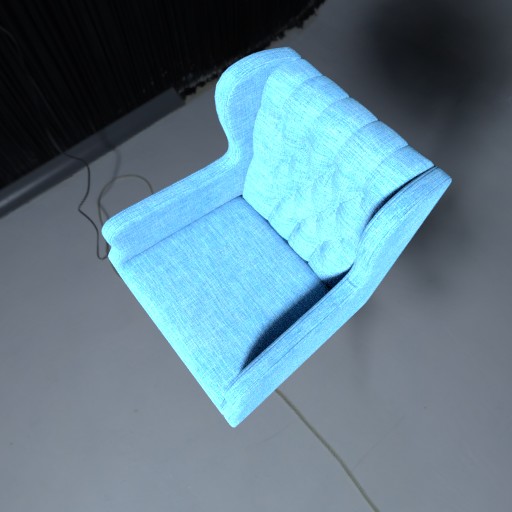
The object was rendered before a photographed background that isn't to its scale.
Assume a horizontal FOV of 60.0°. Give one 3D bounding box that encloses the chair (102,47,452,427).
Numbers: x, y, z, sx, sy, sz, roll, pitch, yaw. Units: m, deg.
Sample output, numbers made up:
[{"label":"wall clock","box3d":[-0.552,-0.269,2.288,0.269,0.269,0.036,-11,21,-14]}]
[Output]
[{"label":"chair","box3d":[0.000,0.000,1.487,0.775,0.952,0.711,-36,69,-16]}]
